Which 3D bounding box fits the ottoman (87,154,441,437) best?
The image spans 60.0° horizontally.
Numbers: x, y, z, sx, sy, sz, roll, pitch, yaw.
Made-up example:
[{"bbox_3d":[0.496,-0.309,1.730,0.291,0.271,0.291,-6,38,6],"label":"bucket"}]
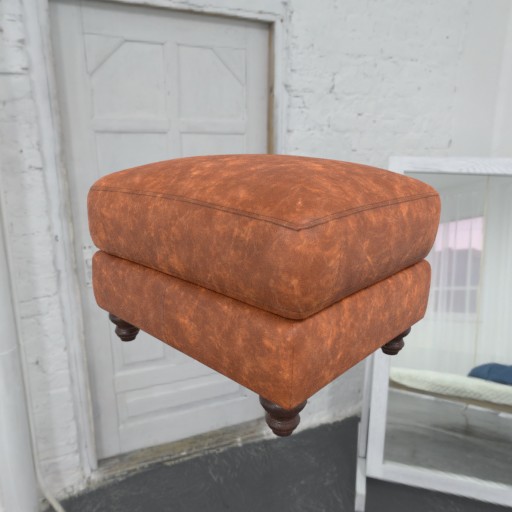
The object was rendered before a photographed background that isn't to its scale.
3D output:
[{"bbox_3d":[0.000,0.000,1.267,0.832,0.562,0.657,15,22,41],"label":"ottoman"}]
